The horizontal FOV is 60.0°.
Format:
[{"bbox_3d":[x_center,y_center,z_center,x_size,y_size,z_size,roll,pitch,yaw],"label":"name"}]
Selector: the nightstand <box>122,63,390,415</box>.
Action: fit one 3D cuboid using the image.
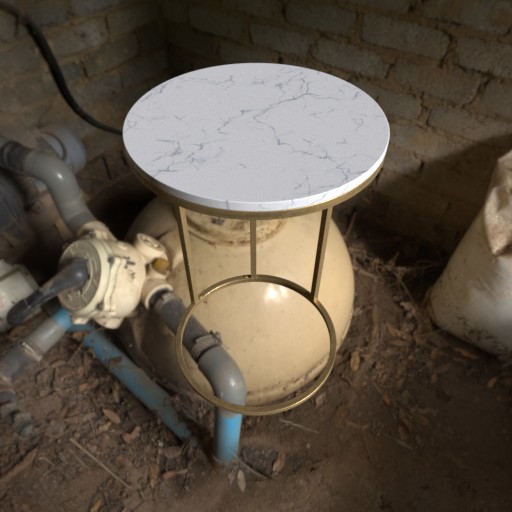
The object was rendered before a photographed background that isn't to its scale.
[{"bbox_3d":[0.000,0.000,0.898,0.400,0.610,0.400,-1,47,-1],"label":"nightstand"}]
